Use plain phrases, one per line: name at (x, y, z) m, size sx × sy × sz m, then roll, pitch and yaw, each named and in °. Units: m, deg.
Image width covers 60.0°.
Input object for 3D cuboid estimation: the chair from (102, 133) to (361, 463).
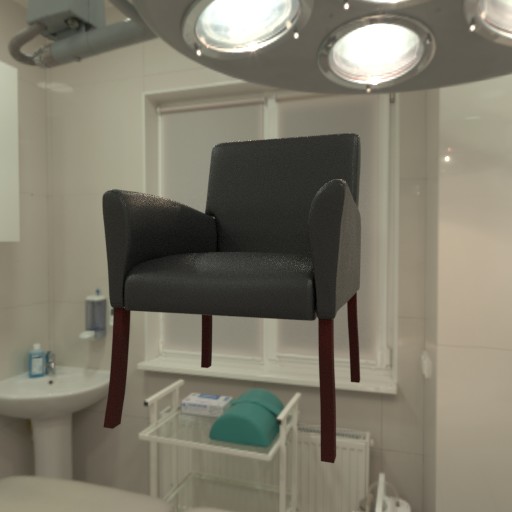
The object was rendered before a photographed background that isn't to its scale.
chair at (0.000, 0.000, 1.499) m, size 0.683 × 0.951 × 0.772 m, roll 1°, pitch 2°, yaw 18°
